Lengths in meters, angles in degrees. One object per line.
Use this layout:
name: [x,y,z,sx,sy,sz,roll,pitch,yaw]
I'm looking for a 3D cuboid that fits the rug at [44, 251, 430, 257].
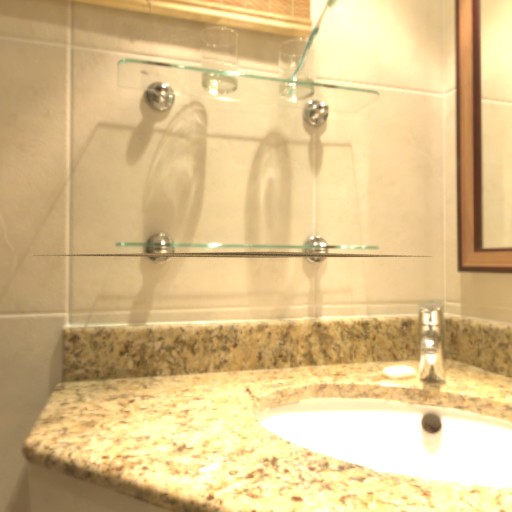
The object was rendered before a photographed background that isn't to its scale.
rug: [0.000,0.000,4.227,2.453,0.004,3.037,0,-1,36]
